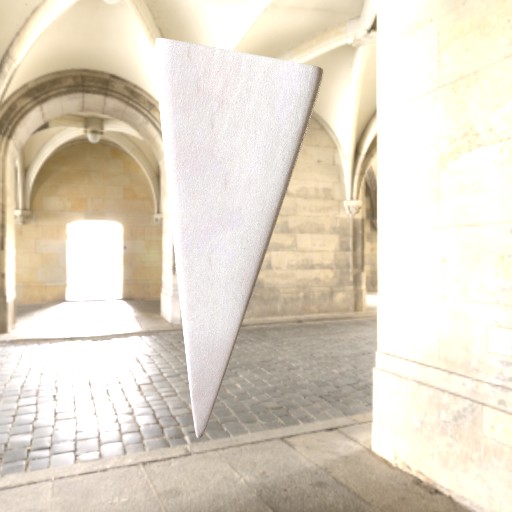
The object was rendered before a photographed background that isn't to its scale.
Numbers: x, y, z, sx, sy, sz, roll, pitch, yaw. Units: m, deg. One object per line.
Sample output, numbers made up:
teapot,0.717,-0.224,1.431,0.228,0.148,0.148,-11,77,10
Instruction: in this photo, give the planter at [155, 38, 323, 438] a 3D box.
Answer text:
planter,0.000,0.000,0.263,0.081,0.224,0.101,0,-1,19
